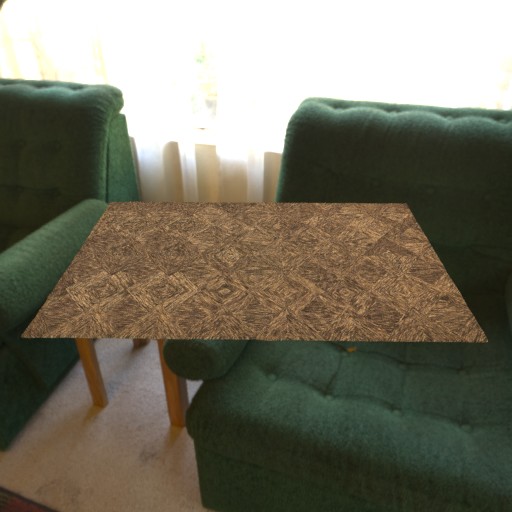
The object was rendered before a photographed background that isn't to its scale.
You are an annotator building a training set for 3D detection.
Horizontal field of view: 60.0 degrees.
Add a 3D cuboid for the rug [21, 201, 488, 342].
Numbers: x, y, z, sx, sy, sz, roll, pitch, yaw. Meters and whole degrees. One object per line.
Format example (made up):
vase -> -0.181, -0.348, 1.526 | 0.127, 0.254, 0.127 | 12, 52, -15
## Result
rug -> 0.000, 0.000, 2.206 | 1.808, 0.011, 1.189 | 0, 33, 1
